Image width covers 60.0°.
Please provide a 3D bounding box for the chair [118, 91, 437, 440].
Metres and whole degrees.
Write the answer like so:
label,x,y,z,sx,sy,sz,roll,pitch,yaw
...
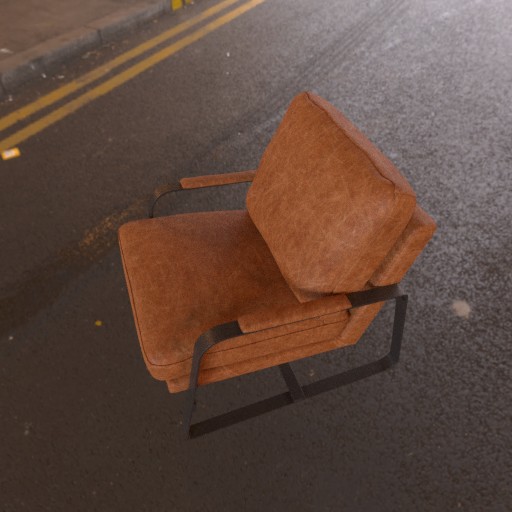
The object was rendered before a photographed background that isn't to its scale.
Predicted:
label,x,y,z,sx,sy,sz,roll,pitch,yaw
chair,0.000,0.000,1.383,0.801,0.777,0.651,-15,48,-14
